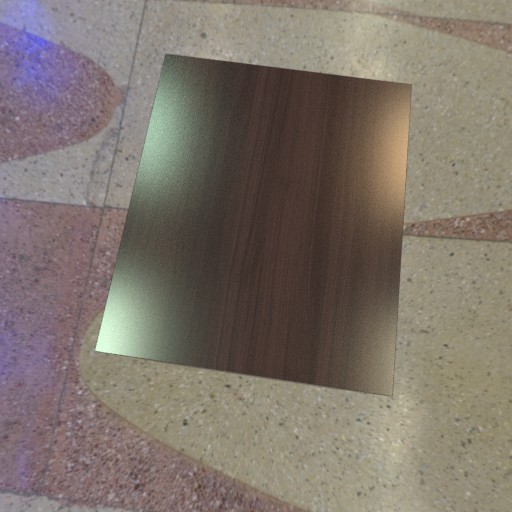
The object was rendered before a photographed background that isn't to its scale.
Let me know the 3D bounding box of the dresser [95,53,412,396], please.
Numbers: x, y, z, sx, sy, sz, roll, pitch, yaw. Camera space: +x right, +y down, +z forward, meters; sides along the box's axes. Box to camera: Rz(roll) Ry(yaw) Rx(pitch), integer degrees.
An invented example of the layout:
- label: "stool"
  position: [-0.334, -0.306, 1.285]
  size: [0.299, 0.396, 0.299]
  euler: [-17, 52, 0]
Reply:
- label: "dresser"
  position: [0.000, 0.000, 0.769]
  size: [0.360, 0.470, 0.400]
  euler: [8, 75, 2]
